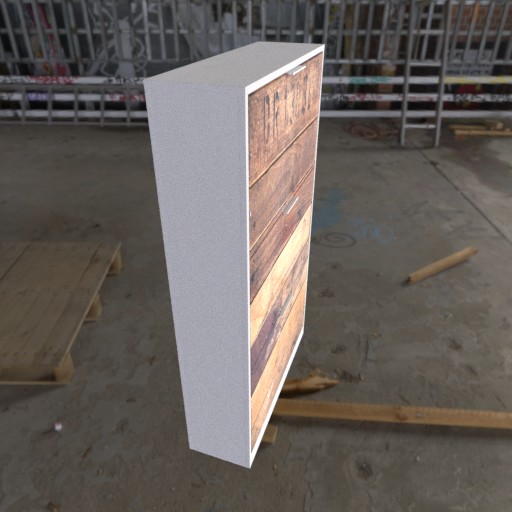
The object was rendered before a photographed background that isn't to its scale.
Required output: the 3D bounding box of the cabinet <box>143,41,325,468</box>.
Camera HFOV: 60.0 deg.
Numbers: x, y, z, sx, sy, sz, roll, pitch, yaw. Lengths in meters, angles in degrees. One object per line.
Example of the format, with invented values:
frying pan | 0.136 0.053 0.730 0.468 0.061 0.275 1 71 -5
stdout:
cabinet | 0.000 0.000 1.556 0.250 1.280 0.750 11 33 17
